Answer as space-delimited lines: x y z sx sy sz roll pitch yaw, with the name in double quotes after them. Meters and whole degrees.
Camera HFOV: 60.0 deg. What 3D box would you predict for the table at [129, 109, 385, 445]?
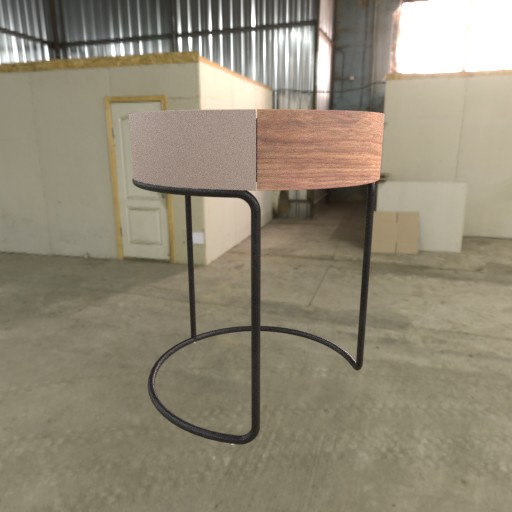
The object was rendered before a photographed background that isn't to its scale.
0.000 0.000 0.876 0.450 0.530 0.450 0 16 0 "table"
